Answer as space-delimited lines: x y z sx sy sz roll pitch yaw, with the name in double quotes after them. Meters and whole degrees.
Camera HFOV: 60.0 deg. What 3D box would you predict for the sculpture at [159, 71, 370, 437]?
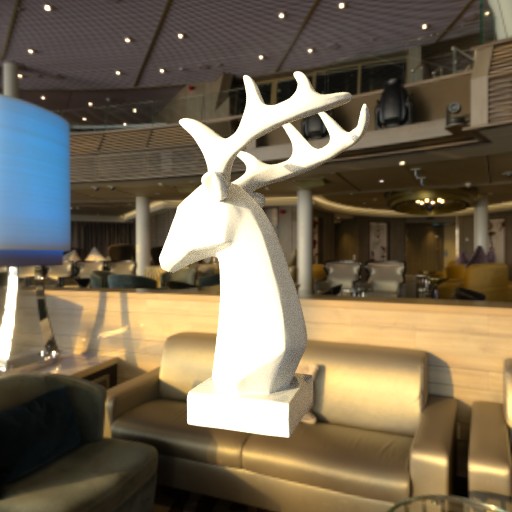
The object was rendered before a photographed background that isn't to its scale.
0.000 0.000 0.458 0.224 0.329 0.174 0 0 19 "sculpture"
